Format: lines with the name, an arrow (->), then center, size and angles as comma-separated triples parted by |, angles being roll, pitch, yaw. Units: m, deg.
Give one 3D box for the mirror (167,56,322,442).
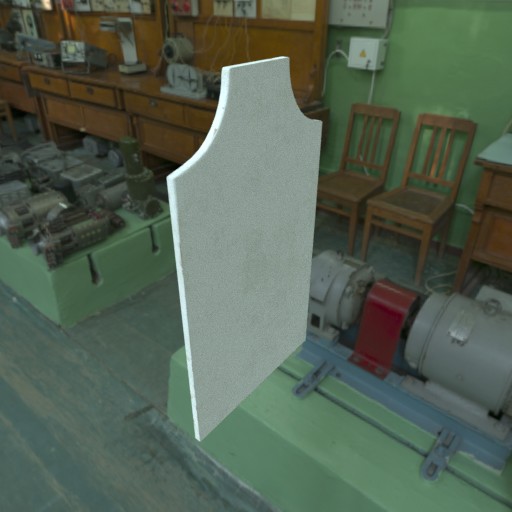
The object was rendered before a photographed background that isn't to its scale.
mirror -> 0.000, 0.000, 0.885 | 0.022, 0.717, 0.403 | 23, 38, 32
